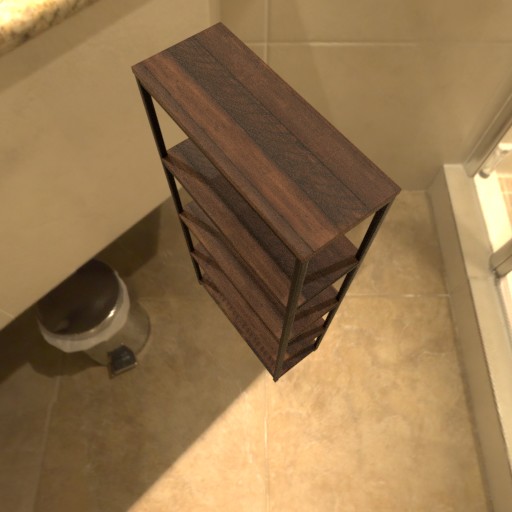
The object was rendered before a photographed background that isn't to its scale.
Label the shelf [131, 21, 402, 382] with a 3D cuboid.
[{"bbox_3d":[0.000,0.000,2.180,0.359,1.860,0.874,-35,69,-15],"label":"shelf"}]
